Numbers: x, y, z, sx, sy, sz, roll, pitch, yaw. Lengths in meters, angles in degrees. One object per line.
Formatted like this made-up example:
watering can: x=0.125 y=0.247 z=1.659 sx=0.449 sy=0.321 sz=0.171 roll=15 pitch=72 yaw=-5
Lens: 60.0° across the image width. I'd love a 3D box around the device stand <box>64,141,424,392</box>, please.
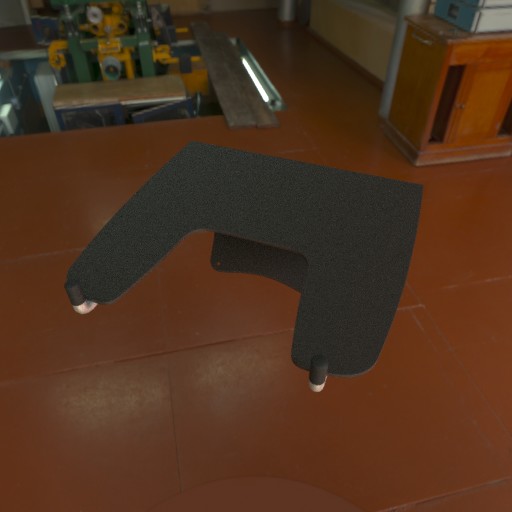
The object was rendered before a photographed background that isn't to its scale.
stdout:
device stand: x=0.000 y=0.000 z=0.356 sx=0.230 sy=0.092 sz=0.230 roll=14 pitch=44 yaw=16
